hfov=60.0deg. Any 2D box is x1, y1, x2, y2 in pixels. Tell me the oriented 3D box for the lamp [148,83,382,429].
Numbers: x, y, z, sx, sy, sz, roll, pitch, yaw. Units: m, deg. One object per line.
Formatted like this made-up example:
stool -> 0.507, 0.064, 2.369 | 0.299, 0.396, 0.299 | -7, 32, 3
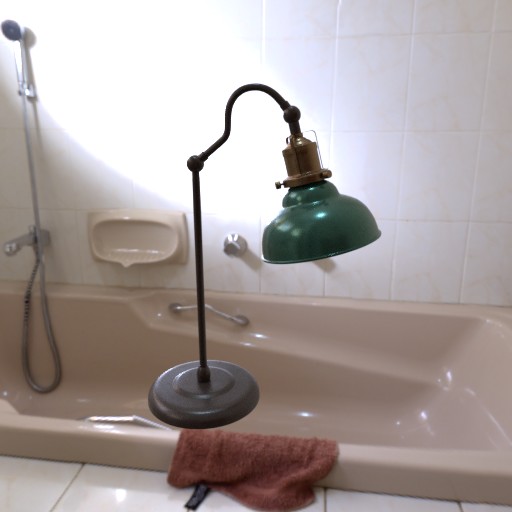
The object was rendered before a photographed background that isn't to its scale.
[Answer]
lamp -> 0.000, 0.000, 0.694 | 0.374, 0.508, 0.192 | 3, 14, 10
